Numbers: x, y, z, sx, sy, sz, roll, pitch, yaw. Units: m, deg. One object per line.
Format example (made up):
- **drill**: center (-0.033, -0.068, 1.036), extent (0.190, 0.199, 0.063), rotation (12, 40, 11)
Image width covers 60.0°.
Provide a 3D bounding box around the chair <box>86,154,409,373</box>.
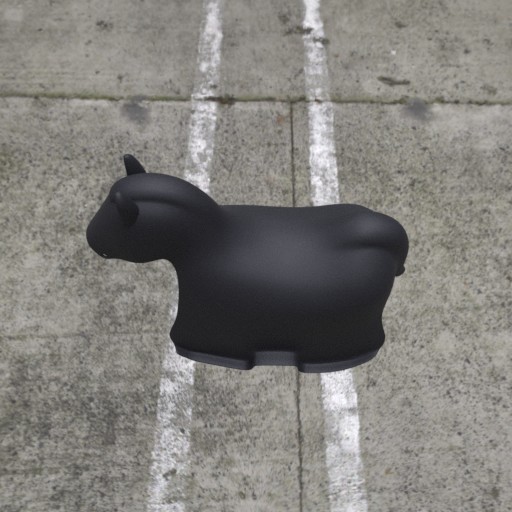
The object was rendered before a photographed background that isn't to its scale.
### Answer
- **chair**: center (0.000, 0.000, 1.140), extent (0.800, 0.612, 0.429), rotation (0, 58, 0)
